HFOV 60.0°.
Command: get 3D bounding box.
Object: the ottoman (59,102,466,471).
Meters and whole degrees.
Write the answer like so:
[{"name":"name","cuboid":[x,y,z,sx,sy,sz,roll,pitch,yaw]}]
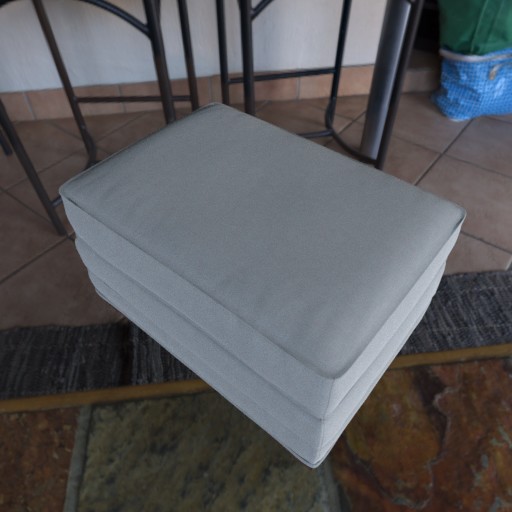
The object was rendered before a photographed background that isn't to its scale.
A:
[{"name":"ottoman","cuboid":[0.000,0.000,1.201,0.848,0.482,0.611,31,54,26]}]
